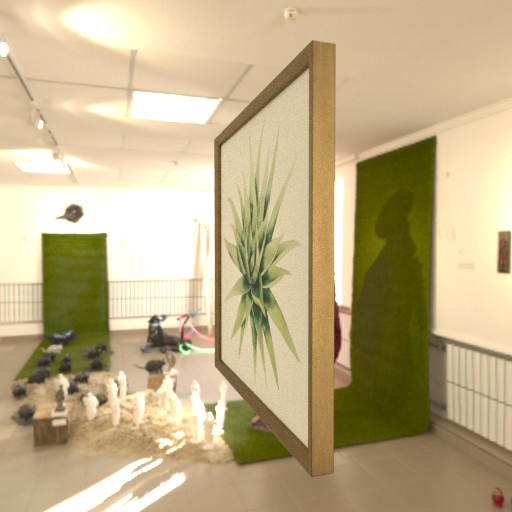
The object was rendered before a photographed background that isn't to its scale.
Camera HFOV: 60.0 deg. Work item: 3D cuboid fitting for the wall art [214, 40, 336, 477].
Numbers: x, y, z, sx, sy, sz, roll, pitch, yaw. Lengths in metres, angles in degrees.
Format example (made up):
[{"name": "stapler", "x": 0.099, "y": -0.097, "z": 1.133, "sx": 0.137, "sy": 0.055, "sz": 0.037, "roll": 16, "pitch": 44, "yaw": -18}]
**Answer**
[{"name": "wall art", "x": 0.000, "y": 0.000, "z": 0.755, "sx": 0.030, "sy": 0.506, "sz": 0.503, "roll": 0, "pitch": 1, "yaw": -18}]
